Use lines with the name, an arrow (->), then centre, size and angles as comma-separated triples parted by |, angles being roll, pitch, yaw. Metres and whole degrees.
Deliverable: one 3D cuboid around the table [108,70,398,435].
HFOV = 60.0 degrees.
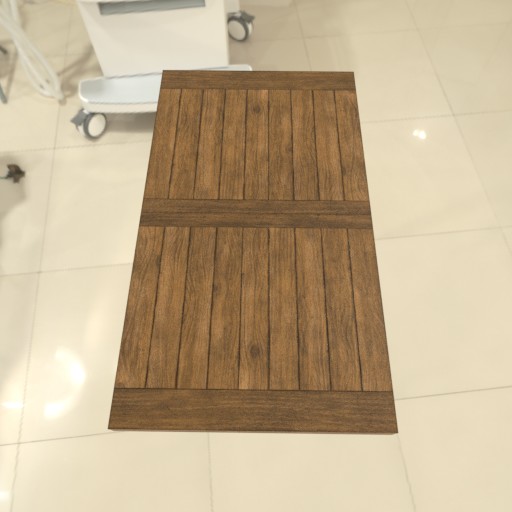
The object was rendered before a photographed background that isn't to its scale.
table -> 0.000, 0.000, 2.128 | 0.931, 0.757, 1.641 | 1, 63, 0
